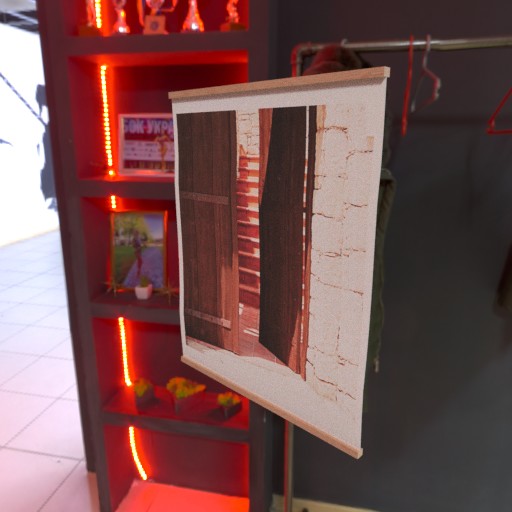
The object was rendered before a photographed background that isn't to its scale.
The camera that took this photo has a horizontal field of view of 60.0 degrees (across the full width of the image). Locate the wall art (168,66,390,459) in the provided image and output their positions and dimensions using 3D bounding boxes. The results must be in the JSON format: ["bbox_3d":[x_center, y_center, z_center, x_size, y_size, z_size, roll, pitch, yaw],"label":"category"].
[{"bbox_3d":[0.000,0.000,0.693,0.406,0.508,0.013,14,20,42],"label":"wall art"}]
